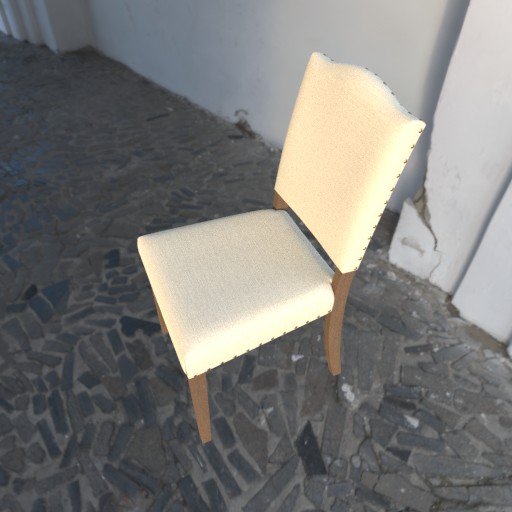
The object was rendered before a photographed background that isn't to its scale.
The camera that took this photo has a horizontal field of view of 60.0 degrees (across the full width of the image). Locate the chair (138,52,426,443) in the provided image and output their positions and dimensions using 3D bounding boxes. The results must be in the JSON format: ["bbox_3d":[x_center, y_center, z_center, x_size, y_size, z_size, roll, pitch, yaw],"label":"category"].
[{"bbox_3d":[0.000,0.000,1.322,0.619,1.015,0.508,-17,47,-17],"label":"chair"}]
